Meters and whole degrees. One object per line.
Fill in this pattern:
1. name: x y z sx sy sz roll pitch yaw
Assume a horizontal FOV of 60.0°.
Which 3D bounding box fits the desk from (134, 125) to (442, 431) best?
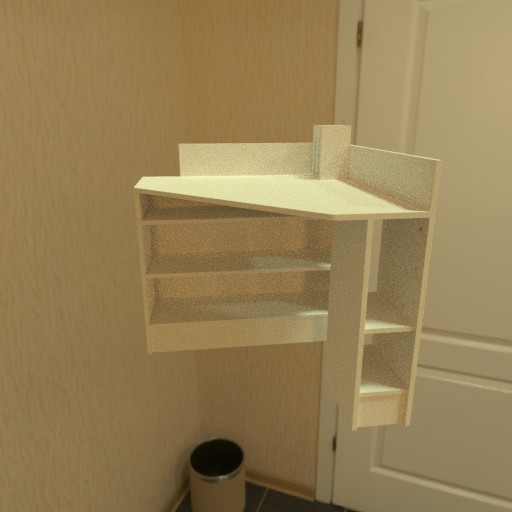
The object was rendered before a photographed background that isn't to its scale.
1. desk: 0.000 0.000 1.766 0.940 0.986 0.940 -2 17 -7
